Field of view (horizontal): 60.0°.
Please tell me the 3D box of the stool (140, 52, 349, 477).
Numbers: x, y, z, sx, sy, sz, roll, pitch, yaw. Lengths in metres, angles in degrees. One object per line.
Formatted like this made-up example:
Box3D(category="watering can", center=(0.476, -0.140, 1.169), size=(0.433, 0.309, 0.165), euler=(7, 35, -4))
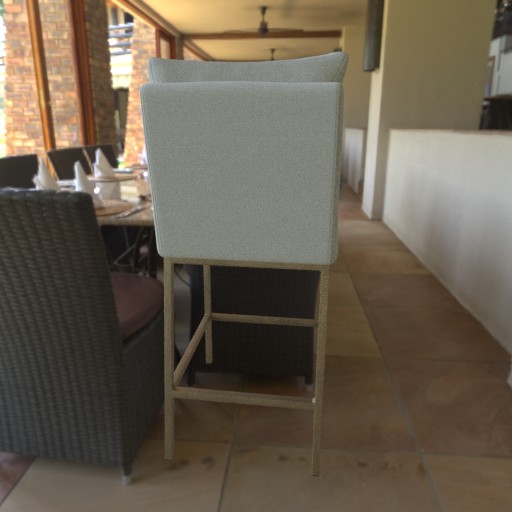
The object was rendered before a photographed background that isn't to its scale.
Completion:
Box3D(category="stool", center=(0.000, 0.000, 1.292), size=(0.463, 1.032, 0.572), euler=(2, 16, 7))
